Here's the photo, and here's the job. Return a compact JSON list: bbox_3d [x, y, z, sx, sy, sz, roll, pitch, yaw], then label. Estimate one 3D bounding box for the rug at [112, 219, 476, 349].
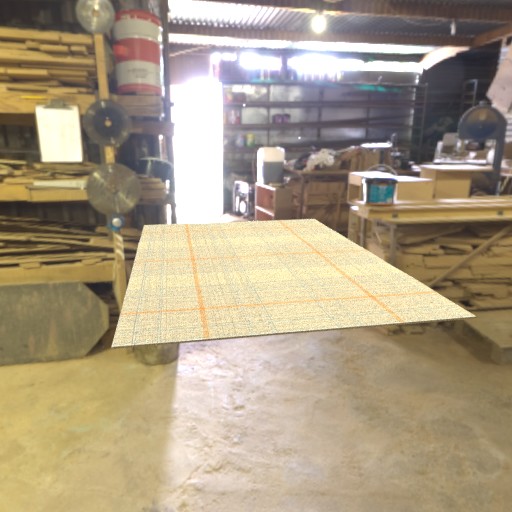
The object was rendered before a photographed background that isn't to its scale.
[{"bbox_3d":[0.000,0.000,2.302,1.232,0.015,1.825,-3,16,-10],"label":"rug"}]
